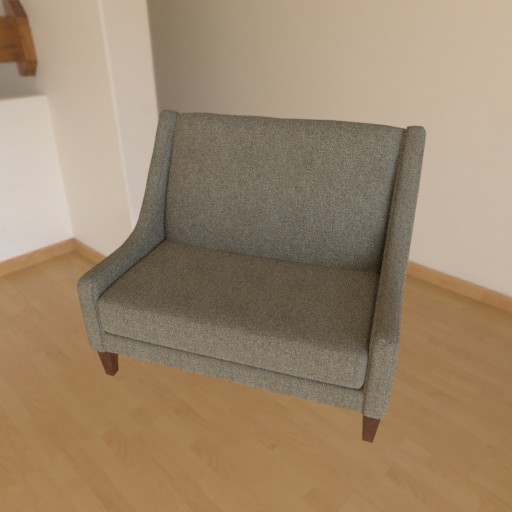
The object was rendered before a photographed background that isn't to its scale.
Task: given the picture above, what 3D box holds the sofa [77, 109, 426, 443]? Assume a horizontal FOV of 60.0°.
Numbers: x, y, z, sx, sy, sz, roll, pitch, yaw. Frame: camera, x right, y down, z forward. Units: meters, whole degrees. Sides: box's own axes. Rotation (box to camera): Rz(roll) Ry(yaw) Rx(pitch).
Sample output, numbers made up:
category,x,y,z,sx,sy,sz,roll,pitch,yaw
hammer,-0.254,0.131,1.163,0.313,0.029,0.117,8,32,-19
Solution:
category,x,y,z,sx,sy,sz,roll,pitch,yaw
sofa,0.000,0.000,1.900,1.242,1.021,0.870,9,30,16
